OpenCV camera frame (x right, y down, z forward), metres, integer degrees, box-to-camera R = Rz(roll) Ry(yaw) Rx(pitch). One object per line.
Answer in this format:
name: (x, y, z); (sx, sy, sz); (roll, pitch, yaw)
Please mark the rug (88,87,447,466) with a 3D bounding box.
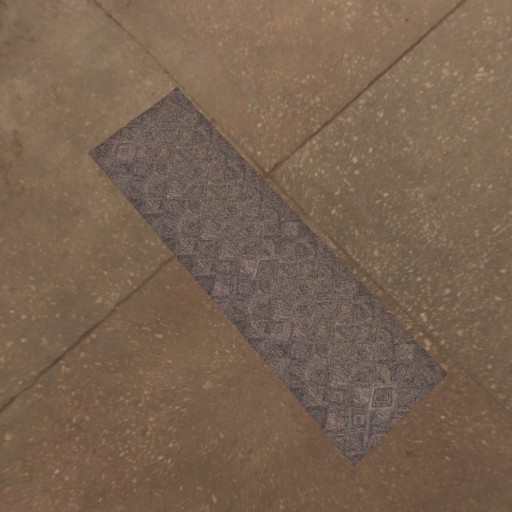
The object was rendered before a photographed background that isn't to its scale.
rug: (0.000, 0.000, 2.497); (0.691, 0.011, 2.296); (-40, 79, -9)
